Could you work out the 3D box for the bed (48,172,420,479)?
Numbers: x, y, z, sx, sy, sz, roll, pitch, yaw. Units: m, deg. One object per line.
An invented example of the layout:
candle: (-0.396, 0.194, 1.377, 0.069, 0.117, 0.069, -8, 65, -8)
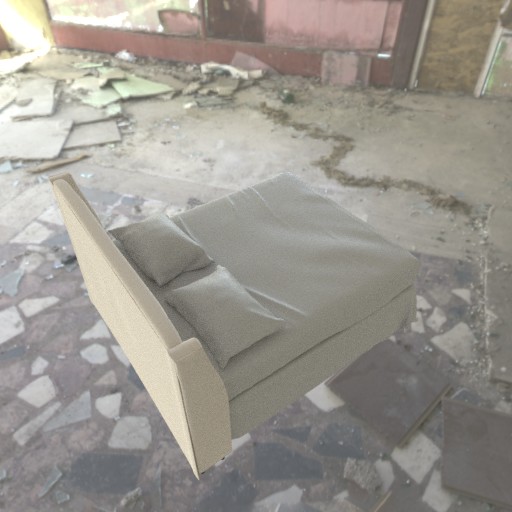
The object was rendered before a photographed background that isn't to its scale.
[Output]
bed: (0.000, 0.000, 3.454, 2.276, 1.332, 1.925, -26, 48, -26)
